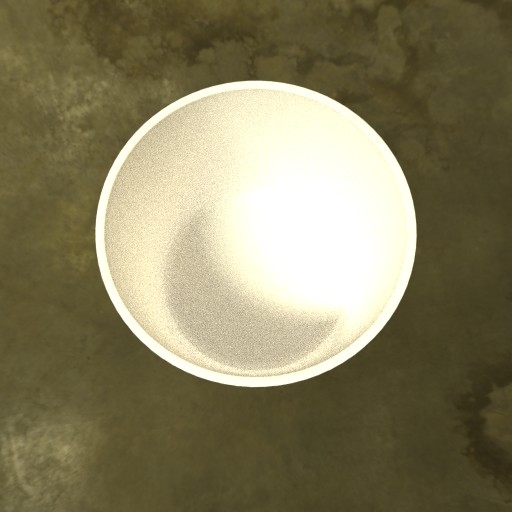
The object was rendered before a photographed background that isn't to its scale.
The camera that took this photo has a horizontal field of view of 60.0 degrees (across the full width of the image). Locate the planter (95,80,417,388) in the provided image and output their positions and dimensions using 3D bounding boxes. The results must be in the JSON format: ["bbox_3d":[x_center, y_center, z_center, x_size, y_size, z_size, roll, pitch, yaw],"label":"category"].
[{"bbox_3d":[0.000,0.000,0.402,0.221,0.201,0.221,0,76,0],"label":"planter"}]
